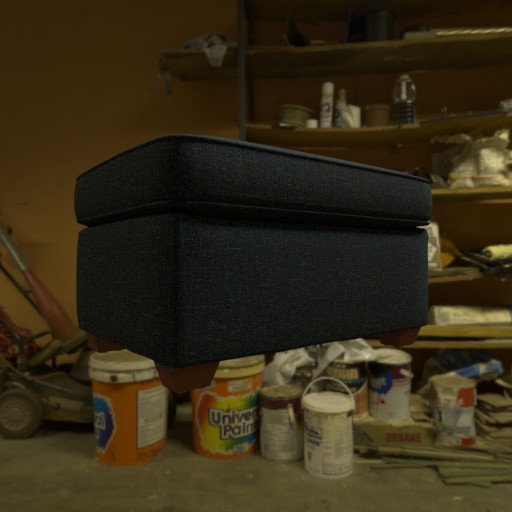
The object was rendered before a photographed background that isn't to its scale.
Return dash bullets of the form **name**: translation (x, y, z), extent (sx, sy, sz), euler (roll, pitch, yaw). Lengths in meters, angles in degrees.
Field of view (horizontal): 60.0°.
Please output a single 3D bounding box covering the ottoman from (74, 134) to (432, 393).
- **ottoman**: translation (0.000, 0.000, 1.089), extent (0.749, 0.450, 0.549), euler (0, 0, -38)
